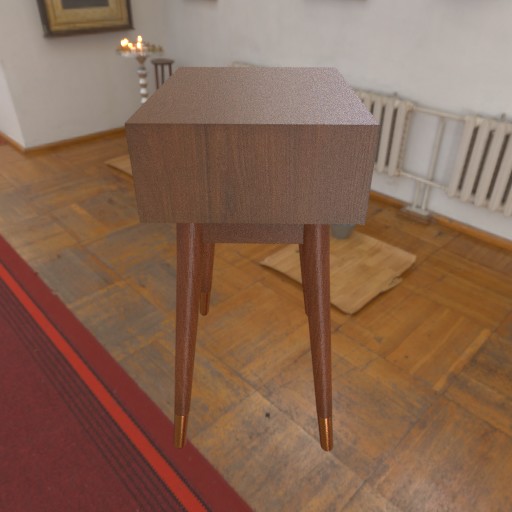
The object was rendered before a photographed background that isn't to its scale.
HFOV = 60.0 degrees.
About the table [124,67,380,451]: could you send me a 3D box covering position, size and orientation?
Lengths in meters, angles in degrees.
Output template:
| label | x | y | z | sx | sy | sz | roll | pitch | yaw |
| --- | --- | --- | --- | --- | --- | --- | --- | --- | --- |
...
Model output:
| label | x | y | z | sx | sy | sz | roll | pitch | yaw |
| --- | --- | --- | --- | --- | --- | --- | --- | --- | --- |
| table | 0.000 | 0.000 | 0.830 | 0.300 | 0.599 | 0.406 | 1 | 32 | 1 |
